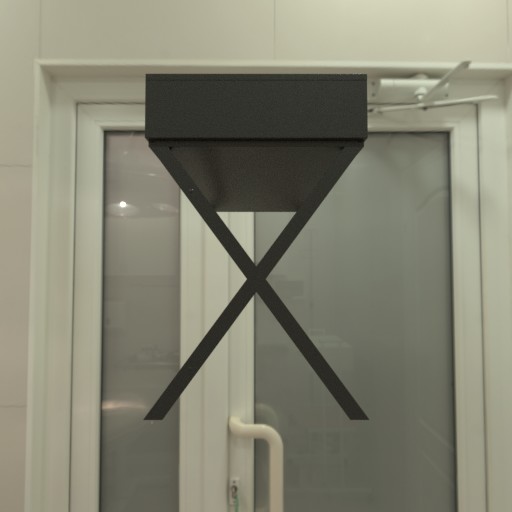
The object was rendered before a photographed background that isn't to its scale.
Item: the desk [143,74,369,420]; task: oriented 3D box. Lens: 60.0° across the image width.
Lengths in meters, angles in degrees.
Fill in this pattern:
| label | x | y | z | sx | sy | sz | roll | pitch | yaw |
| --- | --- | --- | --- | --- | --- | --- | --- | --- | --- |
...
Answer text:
| label | x | y | z | sx | sy | sz | roll | pitch | yaw |
| --- | --- | --- | --- | --- | --- | --- | --- | --- | --- |
| desk | 0.000 | 0.000 | 1.517 | 0.504 | 0.780 | 1.057 | 0 | -3 | 0 |
